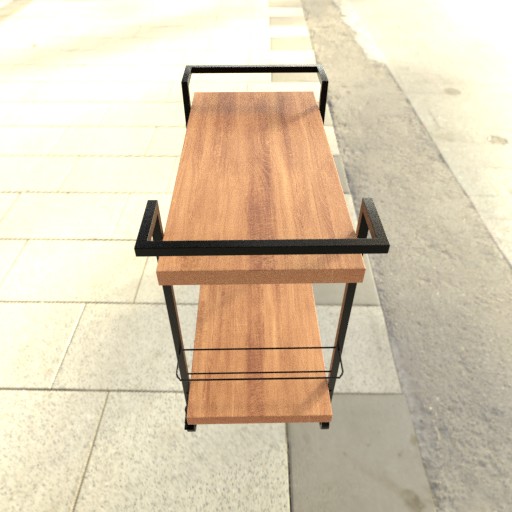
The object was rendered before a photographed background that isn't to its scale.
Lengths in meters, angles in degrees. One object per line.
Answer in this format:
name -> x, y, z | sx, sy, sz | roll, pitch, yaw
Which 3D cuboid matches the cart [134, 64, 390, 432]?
cart -> 0.000, 0.000, 1.236 | 0.406, 0.762, 0.806 | -1, 42, -1
